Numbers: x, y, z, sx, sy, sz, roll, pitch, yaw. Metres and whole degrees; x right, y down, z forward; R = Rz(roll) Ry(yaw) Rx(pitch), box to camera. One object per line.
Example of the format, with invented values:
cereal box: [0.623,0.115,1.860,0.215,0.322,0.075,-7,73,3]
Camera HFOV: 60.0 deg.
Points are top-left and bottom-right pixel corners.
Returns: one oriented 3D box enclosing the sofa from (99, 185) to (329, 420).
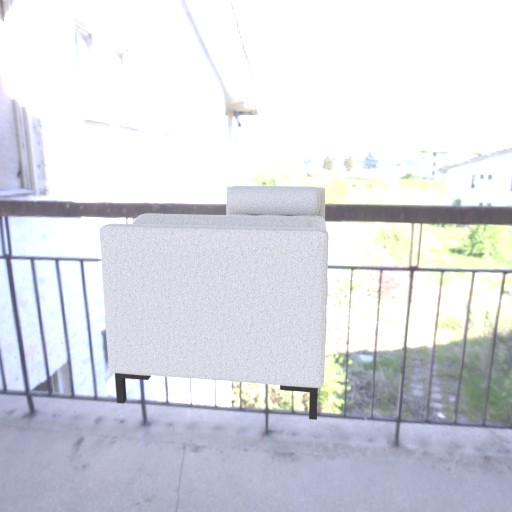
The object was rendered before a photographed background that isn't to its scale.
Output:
sofa: [0.000,0.000,2.361,0.746,0.641,1.985,2,13,8]
